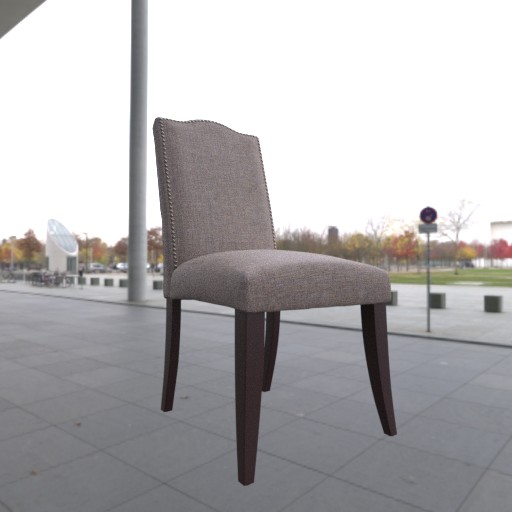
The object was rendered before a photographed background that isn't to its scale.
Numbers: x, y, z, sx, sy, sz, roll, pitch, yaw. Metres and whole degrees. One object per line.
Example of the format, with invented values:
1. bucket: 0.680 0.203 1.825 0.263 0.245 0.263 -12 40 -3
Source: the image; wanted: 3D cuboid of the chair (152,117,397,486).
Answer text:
1. chair: 0.000 0.000 1.384 0.513 1.016 0.660 1 -1 -34
